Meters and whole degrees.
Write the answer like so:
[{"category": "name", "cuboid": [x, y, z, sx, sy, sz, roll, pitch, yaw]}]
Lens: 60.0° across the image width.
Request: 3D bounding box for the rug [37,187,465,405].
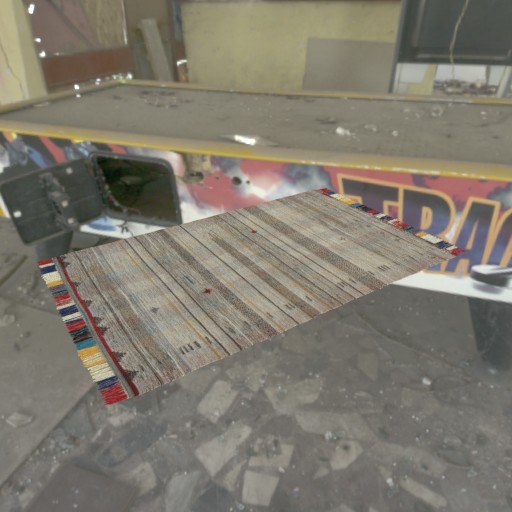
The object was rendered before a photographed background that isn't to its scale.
[{"category": "rug", "cuboid": [0.000, 0.000, 2.923, 2.465, 0.012, 1.465, -18, 34, -29]}]
